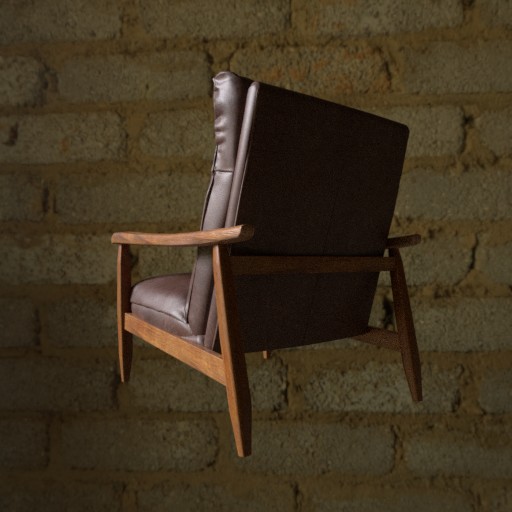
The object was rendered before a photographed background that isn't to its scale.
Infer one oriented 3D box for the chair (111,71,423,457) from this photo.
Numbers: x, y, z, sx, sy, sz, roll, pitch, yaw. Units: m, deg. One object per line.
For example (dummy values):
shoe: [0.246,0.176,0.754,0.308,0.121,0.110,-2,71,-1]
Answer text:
chair: [0.000,0.000,1.495,0.782,0.897,0.830,0,-1,-36]
